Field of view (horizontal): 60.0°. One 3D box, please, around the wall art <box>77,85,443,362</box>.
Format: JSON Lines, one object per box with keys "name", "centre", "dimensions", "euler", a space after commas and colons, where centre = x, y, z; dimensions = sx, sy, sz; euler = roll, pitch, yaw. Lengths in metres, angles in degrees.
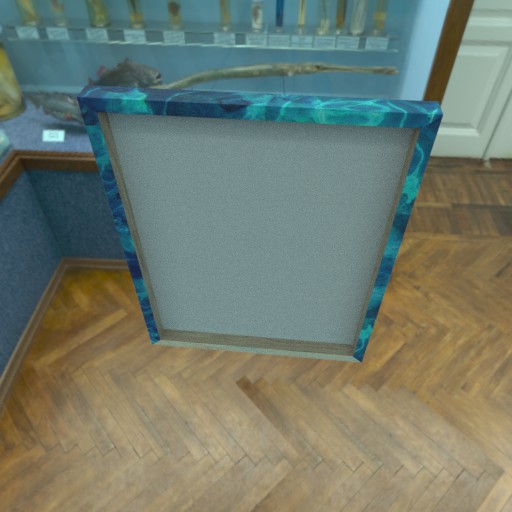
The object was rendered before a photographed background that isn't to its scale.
{"name": "wall art", "centre": [0.000, 0.000, 0.852], "dimensions": [0.508, 0.635, 0.038], "euler": [4, 46, 4]}
